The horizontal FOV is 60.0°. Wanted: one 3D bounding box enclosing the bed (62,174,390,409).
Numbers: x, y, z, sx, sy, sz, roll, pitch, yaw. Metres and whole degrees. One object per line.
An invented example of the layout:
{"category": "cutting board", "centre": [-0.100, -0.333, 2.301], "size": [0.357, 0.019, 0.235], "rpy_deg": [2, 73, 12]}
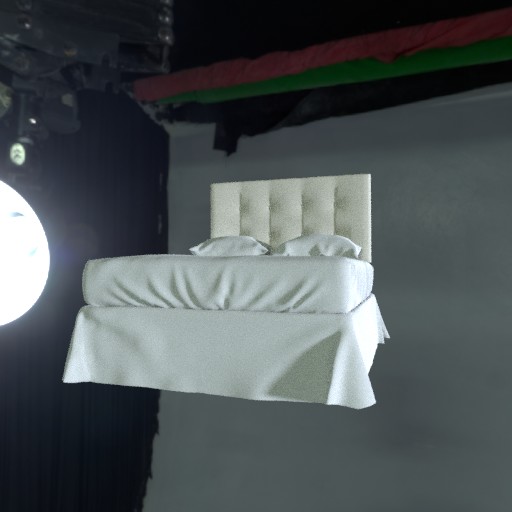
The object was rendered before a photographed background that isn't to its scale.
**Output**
{"category": "bed", "centre": [0.000, 0.000, 3.446], "size": [1.936, 1.577, 2.222], "rpy_deg": [0, -2, 18]}
